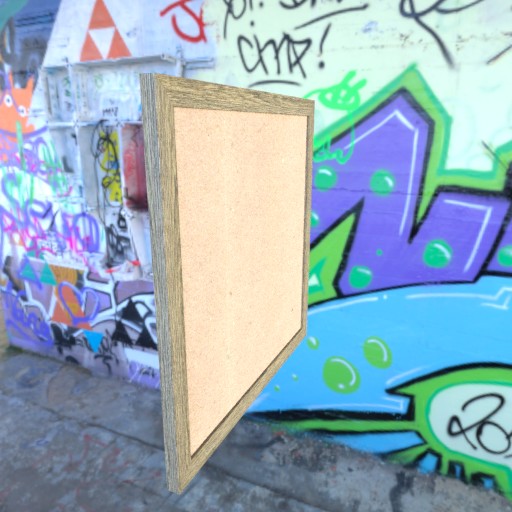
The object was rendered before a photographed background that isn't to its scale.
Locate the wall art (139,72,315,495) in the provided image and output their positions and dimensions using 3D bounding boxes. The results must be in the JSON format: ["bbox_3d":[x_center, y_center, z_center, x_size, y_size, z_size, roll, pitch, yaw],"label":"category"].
[{"bbox_3d":[0.000,0.000,0.727,0.019,0.508,0.508,7,18,24],"label":"wall art"}]
